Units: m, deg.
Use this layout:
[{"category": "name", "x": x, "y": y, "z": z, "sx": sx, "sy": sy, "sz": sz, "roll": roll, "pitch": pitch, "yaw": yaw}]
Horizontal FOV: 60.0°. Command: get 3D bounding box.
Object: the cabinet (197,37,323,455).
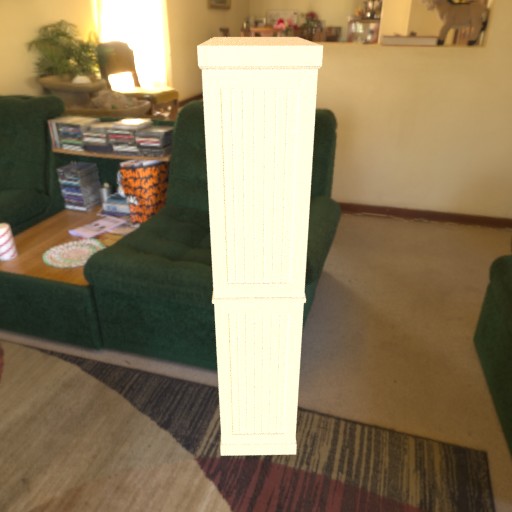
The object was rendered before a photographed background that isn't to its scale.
[{"category": "cabinet", "x": 0.000, "y": 0.000, "z": 2.090, "sx": 0.390, "sy": 1.829, "sz": 0.754, "roll": 0, "pitch": 28, "yaw": -1}]
